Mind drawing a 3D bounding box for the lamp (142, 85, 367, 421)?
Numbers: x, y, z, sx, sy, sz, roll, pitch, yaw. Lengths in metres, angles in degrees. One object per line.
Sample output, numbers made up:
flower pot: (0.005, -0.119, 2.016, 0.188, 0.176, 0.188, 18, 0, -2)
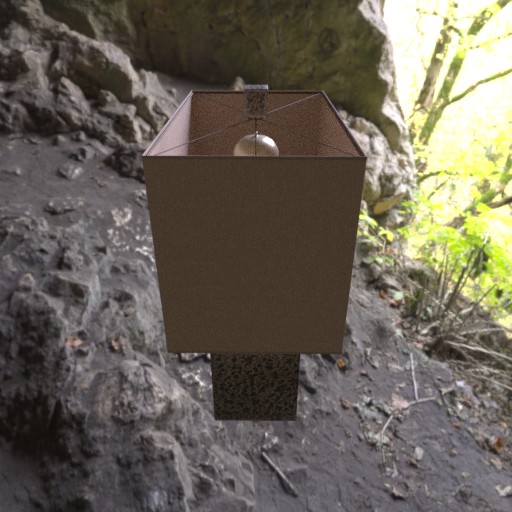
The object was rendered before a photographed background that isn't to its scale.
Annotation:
lamp: (0.000, 0.000, 0.569, 0.180, 0.411, 0.294, 0, 30, 1)
